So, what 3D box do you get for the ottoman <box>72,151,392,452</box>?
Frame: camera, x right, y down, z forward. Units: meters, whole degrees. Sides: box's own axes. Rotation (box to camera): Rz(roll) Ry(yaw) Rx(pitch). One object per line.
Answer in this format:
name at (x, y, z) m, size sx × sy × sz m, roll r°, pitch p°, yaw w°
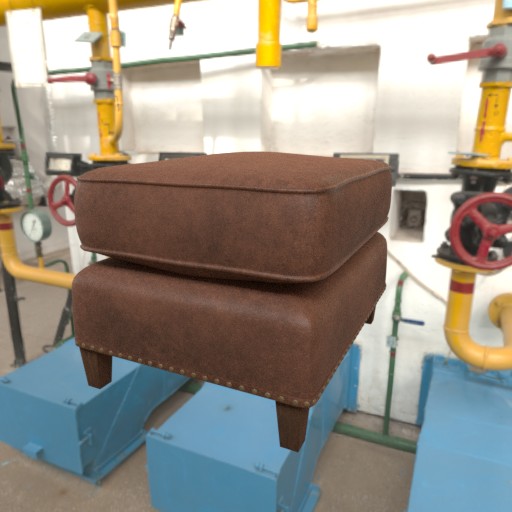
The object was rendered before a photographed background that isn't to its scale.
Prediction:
ottoman at (0.000, 0.000, 1.168) m, size 0.589 × 0.537 × 0.738 m, roll 7°, pitch 17°, yaw 25°
